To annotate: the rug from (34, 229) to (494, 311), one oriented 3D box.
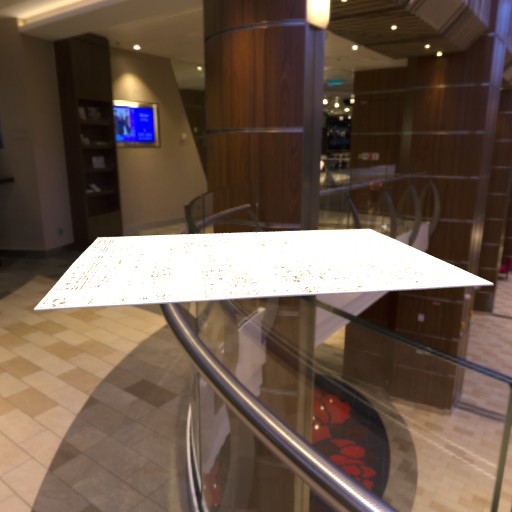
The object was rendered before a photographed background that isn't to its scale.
[{"bbox_3d":[0.000,0.000,3.109,2.438,0.026,1.706,-2,14,-9],"label":"rug"}]
